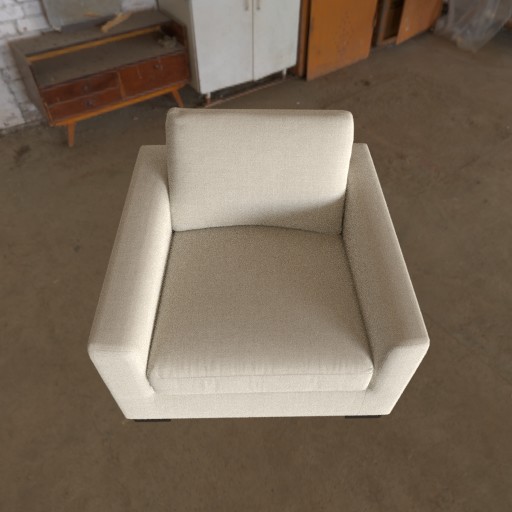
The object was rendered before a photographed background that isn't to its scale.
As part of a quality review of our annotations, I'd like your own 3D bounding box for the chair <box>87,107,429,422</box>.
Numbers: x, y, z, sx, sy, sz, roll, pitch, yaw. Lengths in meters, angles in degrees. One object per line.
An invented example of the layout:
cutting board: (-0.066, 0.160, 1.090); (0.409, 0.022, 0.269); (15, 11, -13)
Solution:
chair: (0.000, 0.000, 1.835); (1.070, 0.876, 1.100); (-1, 48, -1)
